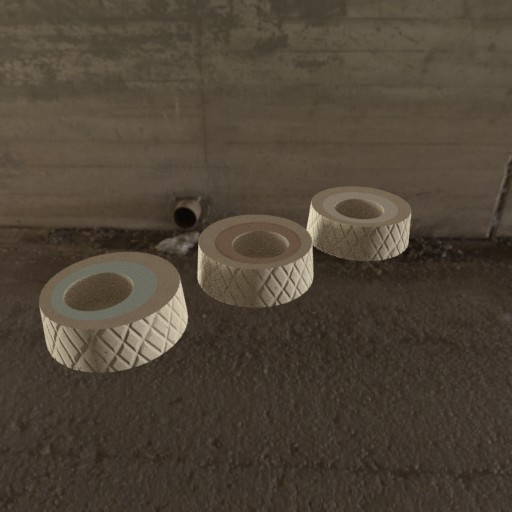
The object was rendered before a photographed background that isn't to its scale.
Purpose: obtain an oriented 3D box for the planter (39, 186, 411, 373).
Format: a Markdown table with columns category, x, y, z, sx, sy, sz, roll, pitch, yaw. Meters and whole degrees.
| category | x | y | z | sx | sy | sz | roll | pitch | yaw |
| --- | --- | --- | --- | --- | --- | --- | --- | --- | --- |
| planter | 0.000 | 0.000 | 0.428 | 0.390 | 0.038 | 0.114 | -19 | 36 | -29 |
